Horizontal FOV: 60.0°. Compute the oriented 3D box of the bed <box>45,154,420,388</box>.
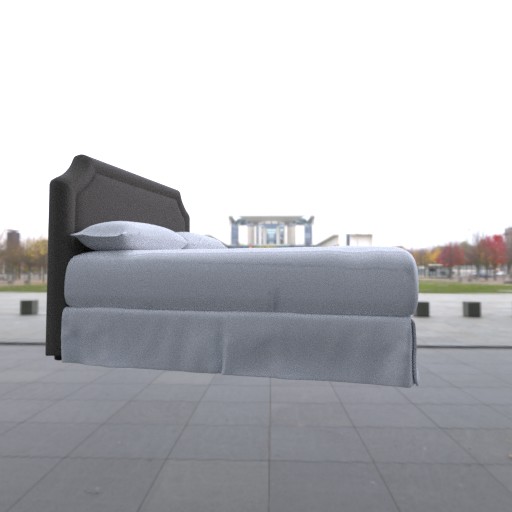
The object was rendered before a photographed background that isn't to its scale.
[{"bbox_3d":[0.000,0.000,3.816,2.536,1.561,2.194,-1,-2,17],"label":"bed"}]
